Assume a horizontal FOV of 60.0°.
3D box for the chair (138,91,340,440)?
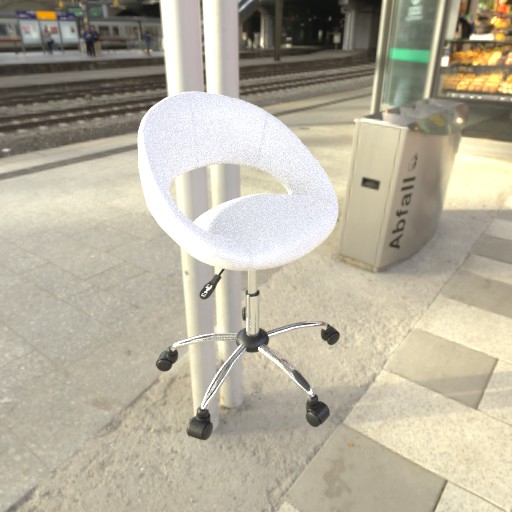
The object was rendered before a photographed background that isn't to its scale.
[{"bbox_3d":[0.000,0.000,1.175,0.538,0.791,0.612,18,31,32],"label":"chair"}]
